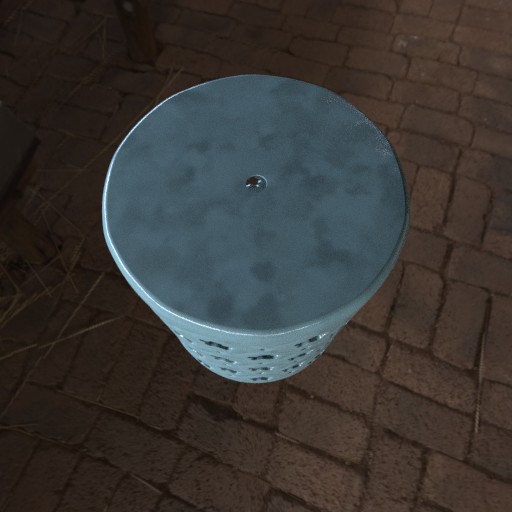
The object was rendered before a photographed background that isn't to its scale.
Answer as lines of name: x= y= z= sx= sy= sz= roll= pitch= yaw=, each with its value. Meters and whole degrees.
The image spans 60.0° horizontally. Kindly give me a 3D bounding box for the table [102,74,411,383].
table: x=0.000 y=0.000 z=0.672 sx=0.352 sy=0.387 sz=0.352 roll=0 pitch=65 yaw=0
